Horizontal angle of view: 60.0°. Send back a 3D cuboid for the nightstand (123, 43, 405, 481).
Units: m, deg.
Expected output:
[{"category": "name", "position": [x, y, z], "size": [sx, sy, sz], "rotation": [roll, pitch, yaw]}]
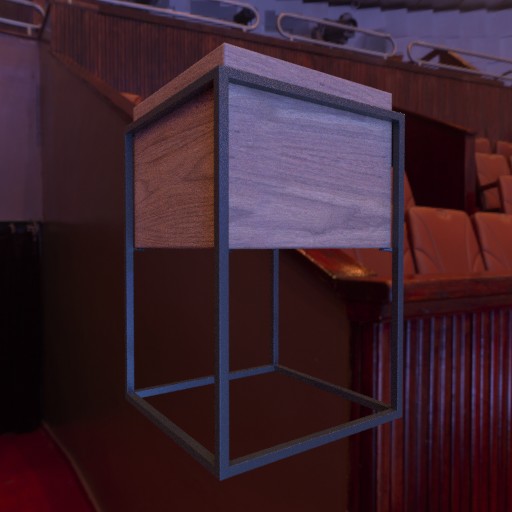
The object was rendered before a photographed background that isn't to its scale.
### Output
[{"category": "nightstand", "position": [0.000, 0.000, 0.878], "size": [0.397, 0.607, 0.397], "rotation": [-1, 2, -35]}]
